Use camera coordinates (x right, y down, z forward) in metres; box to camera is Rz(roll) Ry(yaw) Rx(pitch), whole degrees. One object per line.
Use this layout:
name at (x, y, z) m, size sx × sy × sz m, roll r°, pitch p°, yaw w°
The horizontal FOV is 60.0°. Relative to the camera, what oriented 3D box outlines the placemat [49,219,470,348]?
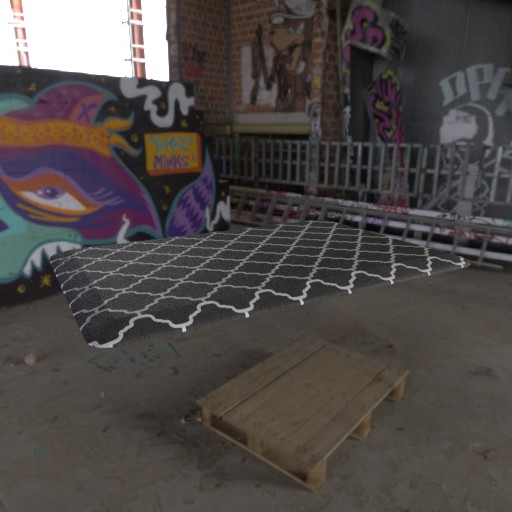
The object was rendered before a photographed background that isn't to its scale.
placemat at (0.000, 0.000, 0.937) m, size 0.762 × 0.021 × 0.508 m, roll -9°, pitch 18°, yaw -29°
